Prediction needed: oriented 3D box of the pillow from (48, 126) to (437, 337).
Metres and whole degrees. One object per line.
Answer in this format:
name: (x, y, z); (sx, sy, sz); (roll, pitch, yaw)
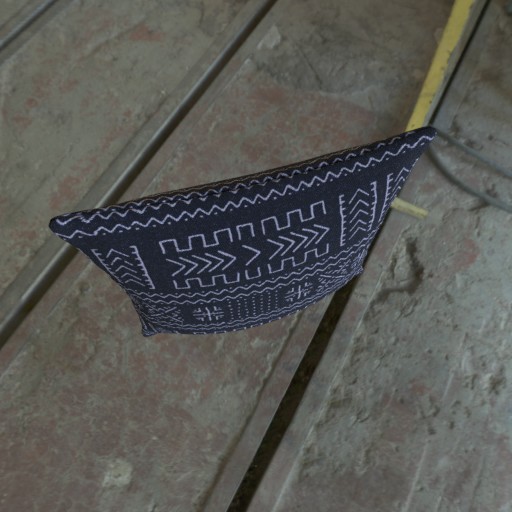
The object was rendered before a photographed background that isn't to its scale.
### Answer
pillow: (0.000, 0.000, 0.660); (0.438, 0.430, 0.164); (-15, 66, -7)
